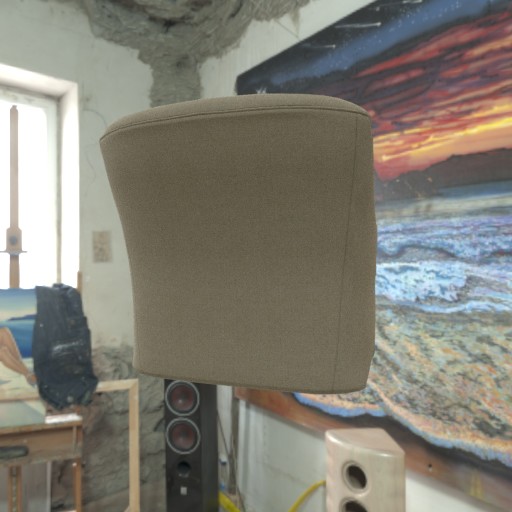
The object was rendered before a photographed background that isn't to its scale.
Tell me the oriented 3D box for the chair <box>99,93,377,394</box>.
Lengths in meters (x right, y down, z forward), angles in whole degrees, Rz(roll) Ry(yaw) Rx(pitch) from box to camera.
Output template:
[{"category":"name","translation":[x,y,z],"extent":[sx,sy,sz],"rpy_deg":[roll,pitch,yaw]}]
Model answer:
[{"category":"chair","translation":[0.000,0.000,1.600],"extent":[0.864,0.856,0.923],"rpy_deg":[0,0,19]}]
